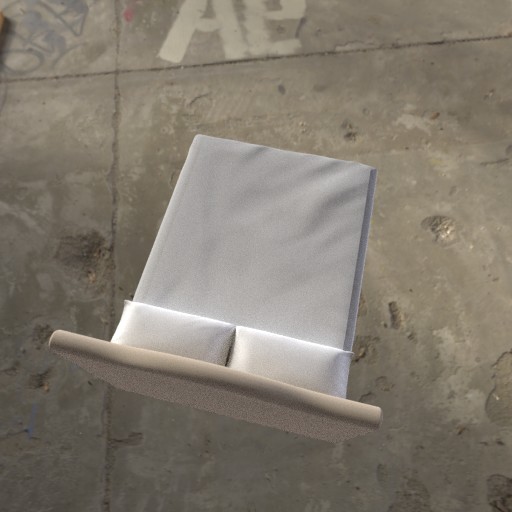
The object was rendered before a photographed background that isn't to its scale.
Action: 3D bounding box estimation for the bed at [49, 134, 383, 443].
[{"bbox_3d":[0.000,0.000,3.237,1.753,1.460,2.143,12,65,6],"label":"bed"}]
